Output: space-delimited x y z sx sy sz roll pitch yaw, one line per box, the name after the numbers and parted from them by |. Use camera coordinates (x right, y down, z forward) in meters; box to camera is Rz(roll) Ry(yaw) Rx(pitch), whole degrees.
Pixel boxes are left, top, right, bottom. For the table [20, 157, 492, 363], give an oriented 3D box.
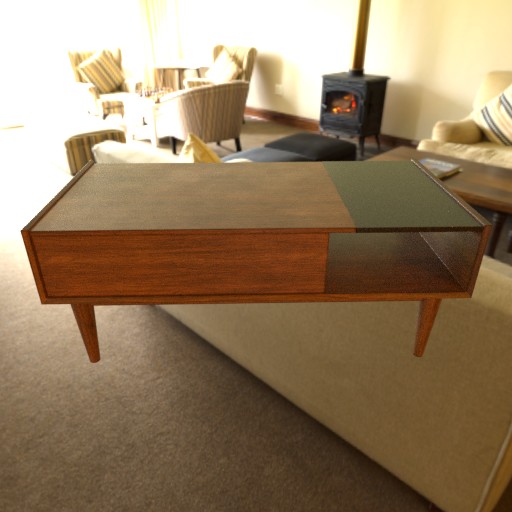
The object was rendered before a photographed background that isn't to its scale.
0.000 0.000 1.536 1.221 0.508 0.610 -1 29 -1 | table
